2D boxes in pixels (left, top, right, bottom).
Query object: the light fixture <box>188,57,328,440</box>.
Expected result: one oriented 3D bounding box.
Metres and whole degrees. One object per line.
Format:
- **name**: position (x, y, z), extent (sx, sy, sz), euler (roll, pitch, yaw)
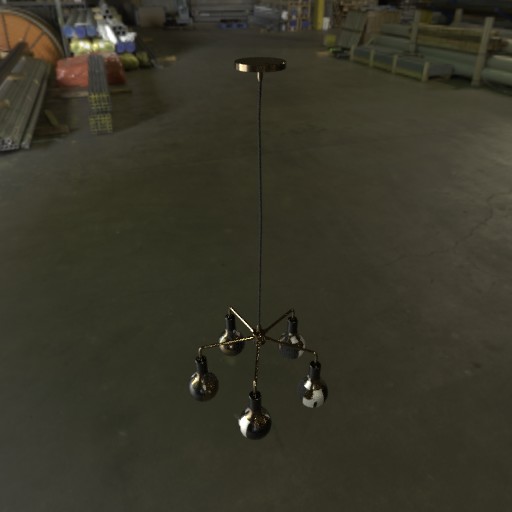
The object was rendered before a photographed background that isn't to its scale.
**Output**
- **light fixture**: position (0.000, 0.000, 1.208), extent (0.438, 0.988, 0.421), euler (-19, 37, -27)
